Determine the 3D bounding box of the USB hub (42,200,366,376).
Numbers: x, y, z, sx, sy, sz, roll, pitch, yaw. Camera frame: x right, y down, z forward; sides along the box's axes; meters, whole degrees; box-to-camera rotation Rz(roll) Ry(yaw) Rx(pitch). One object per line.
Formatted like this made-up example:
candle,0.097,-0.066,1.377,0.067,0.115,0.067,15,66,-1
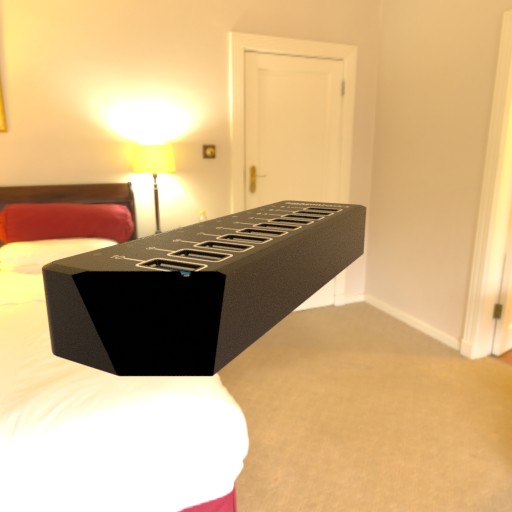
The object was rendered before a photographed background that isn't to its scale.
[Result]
USB hub,0.000,0.000,0.161,0.044,0.023,0.145,7,16,27
